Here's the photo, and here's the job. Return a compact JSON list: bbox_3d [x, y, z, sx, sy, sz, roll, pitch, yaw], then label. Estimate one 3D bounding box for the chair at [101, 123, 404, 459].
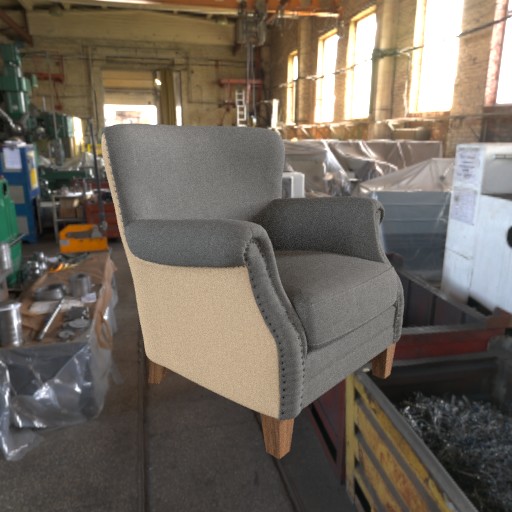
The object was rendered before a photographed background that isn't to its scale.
[{"bbox_3d":[0.000,0.000,1.627,0.921,0.936,0.861,13,20,41],"label":"chair"}]
